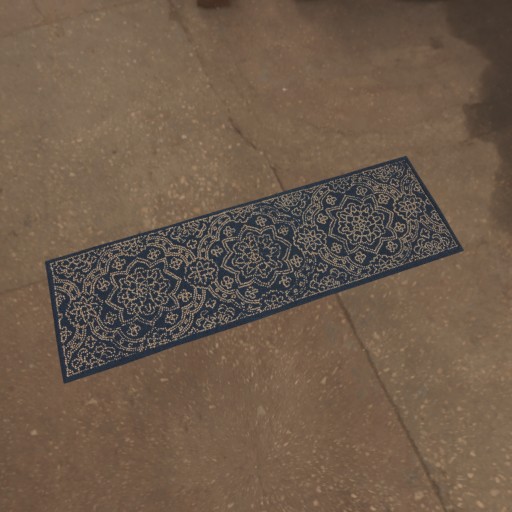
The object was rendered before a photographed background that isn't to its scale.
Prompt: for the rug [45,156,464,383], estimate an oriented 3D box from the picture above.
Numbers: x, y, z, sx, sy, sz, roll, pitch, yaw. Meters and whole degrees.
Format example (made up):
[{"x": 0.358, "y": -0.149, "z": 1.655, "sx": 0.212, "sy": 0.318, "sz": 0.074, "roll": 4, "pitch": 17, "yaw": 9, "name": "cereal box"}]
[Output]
[{"x": 0.000, "y": 0.000, "z": 2.701, "sx": 2.448, "sy": 0.012, "sz": 0.769, "roll": -17, "pitch": 66, "yaw": -8, "name": "rug"}]
